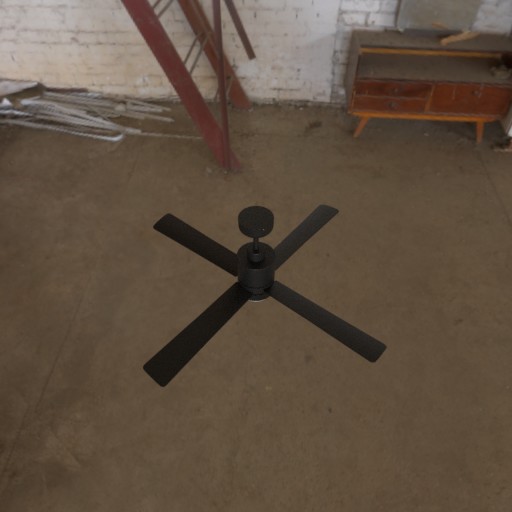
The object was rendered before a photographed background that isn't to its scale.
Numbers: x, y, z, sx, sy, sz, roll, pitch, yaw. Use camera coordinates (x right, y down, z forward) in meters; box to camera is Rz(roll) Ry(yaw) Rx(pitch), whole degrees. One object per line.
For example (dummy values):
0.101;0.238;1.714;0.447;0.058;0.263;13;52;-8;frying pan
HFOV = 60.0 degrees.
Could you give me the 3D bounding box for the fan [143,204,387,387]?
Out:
0.000;0.000;2.298;1.525;0.534;1.525;31;54;26;fan
